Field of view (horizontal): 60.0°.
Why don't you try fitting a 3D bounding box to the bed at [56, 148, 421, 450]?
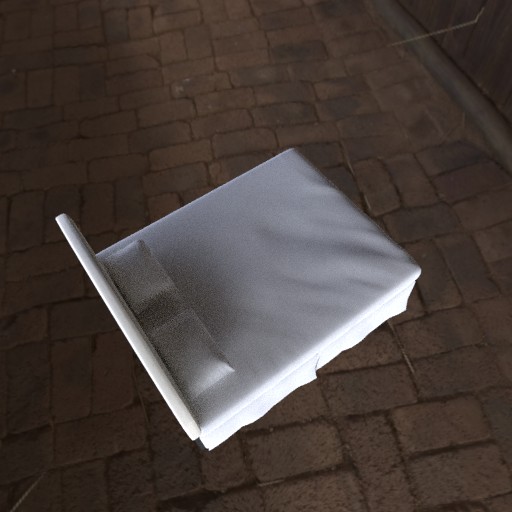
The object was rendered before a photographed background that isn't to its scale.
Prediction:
[{"bbox_3d":[0.000,0.000,3.108,2.005,1.410,1.607,-32,64,-18],"label":"bed"}]
